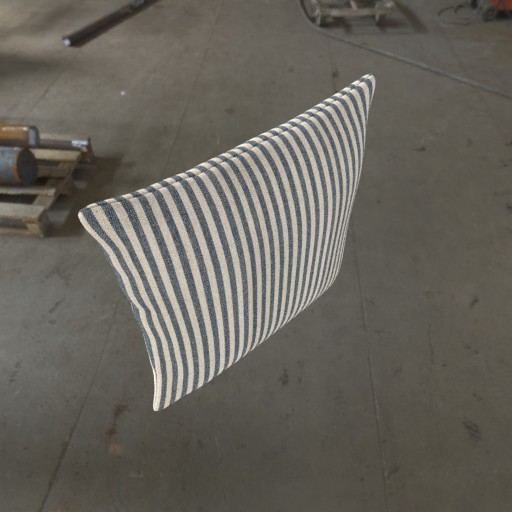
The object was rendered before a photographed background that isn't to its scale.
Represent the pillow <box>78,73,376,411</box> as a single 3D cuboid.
[{"bbox_3d":[0.000,0.000,0.784,0.523,0.510,0.166,-33,55,-27],"label":"pillow"}]
